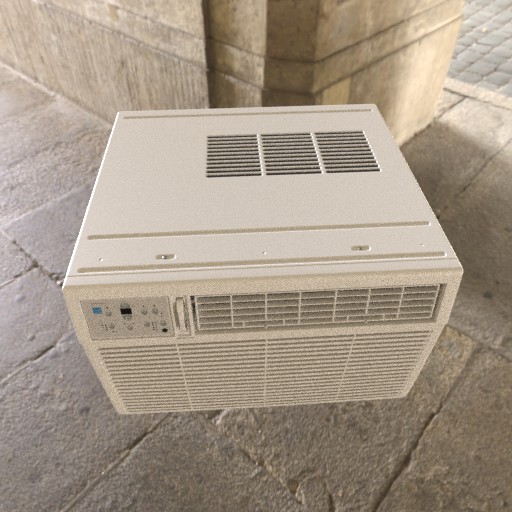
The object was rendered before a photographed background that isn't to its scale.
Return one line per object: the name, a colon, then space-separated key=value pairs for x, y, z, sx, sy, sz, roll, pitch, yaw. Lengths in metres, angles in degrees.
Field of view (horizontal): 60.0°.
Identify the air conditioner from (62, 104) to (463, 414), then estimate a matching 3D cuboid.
air conditioner: x=0.000 y=0.000 z=1.059 sx=0.645 sy=0.455 sz=0.599 roll=-3 pitch=46 yaw=-3
